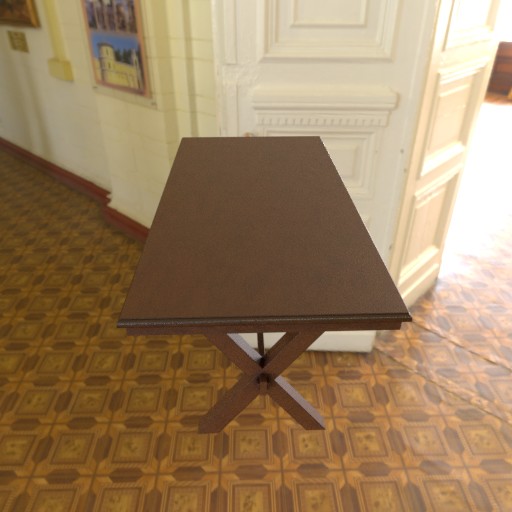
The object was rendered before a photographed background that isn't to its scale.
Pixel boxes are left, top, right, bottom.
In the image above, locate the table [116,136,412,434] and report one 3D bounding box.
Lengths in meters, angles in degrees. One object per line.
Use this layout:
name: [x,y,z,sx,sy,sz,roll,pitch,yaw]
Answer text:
table: [0.000,0.000,1.512,0.594,0.459,1.197,-1,32,-2]
